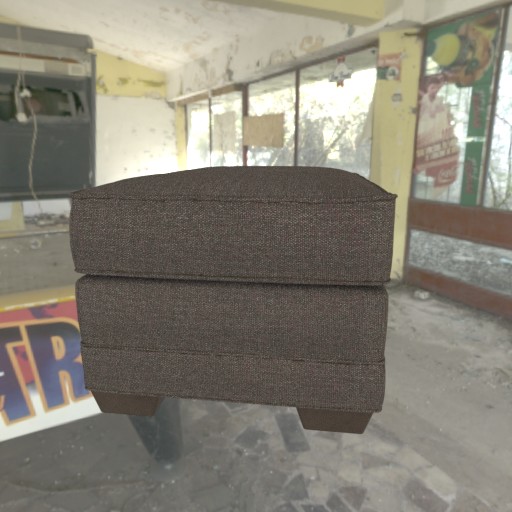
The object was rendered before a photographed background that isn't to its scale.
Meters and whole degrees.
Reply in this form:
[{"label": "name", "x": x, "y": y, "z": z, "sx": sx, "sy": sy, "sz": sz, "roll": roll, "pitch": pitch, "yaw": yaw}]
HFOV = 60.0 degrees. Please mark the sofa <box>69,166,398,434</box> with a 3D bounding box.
[{"label": "sofa", "x": 0.000, "y": 0.000, "z": 1.180, "sx": 0.578, "sy": 0.457, "sz": 0.854, "roll": 2, "pitch": 13, "yaw": 8}]
